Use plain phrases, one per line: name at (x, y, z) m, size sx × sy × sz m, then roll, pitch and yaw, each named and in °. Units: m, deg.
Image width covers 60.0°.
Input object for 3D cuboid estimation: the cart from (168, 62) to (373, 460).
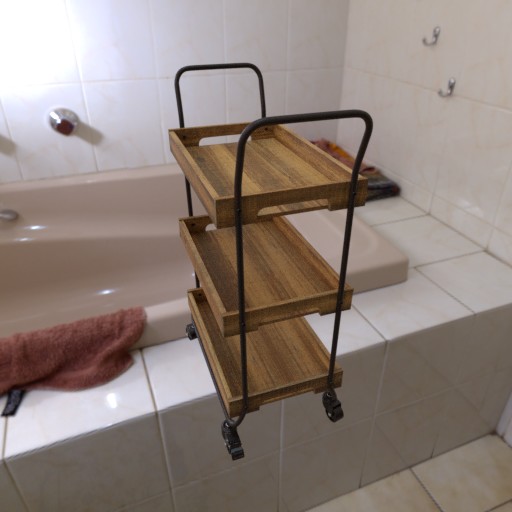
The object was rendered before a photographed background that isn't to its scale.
cart at (0.000, 0.000, 1.158) m, size 0.339 × 0.857 × 0.583 m, roll -10°, pitch 33°, yaw -16°
